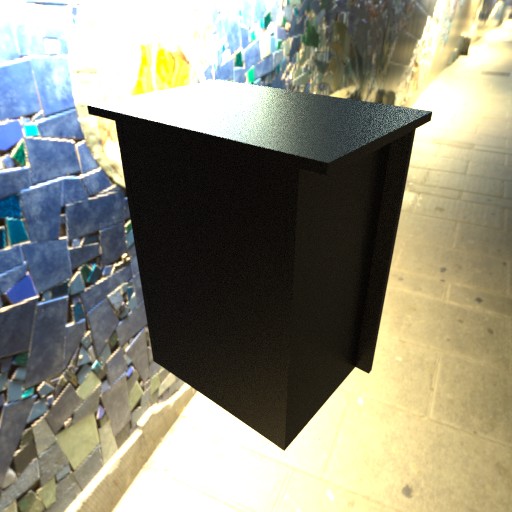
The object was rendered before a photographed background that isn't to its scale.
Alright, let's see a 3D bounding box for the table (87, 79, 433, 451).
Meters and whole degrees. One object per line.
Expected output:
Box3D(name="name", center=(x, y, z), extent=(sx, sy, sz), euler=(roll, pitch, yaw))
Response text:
Box3D(name="table", center=(0.000, 0.000, 1.095), extent=(0.589, 0.711, 0.408), euler=(22, 37, 33))
